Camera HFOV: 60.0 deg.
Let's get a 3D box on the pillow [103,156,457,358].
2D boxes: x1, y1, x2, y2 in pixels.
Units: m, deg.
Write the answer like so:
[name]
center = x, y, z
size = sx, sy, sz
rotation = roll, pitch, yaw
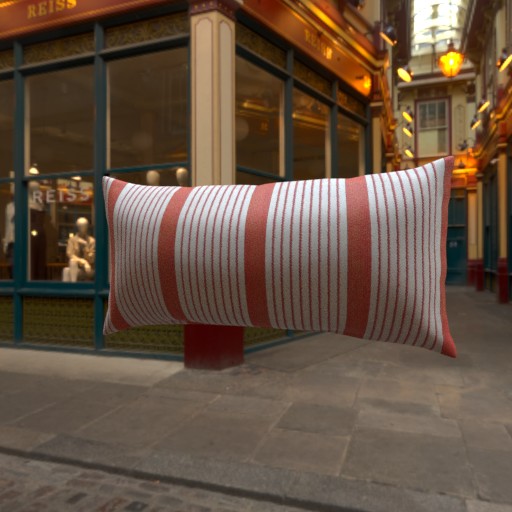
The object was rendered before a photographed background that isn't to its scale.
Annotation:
[pillow]
center = 0.000, 0.000, 0.732
size = 0.608, 0.297, 0.151
rotation = 0, 0, 19
